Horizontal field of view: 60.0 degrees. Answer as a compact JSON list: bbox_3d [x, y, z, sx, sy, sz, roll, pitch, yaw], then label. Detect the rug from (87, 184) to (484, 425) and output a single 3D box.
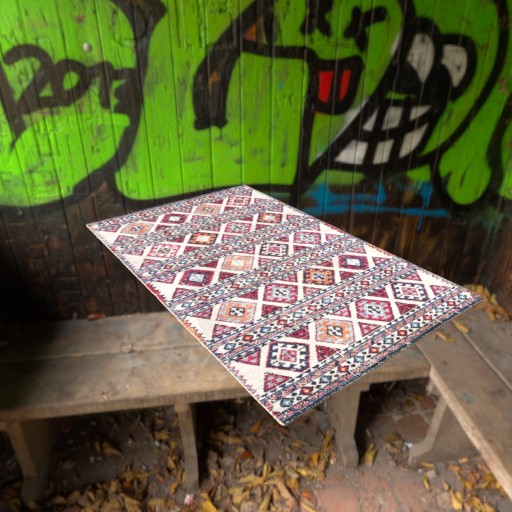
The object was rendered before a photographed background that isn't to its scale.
[{"bbox_3d":[0.000,0.000,3.050,1.545,0.010,2.440,-20,35,-32],"label":"rug"}]
